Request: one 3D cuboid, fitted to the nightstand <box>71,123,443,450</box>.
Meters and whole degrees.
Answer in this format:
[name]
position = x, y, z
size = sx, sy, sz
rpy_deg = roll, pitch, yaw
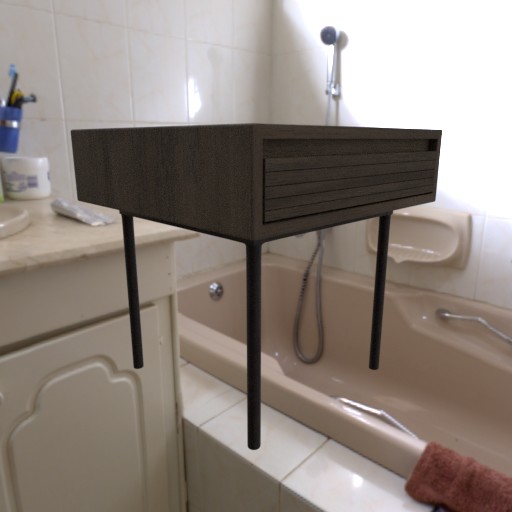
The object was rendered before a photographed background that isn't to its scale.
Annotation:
[nightstand]
position = 0.000, 0.000, 0.905
size = 0.502, 0.497, 0.503
rpy_deg = -14, 20, -43
